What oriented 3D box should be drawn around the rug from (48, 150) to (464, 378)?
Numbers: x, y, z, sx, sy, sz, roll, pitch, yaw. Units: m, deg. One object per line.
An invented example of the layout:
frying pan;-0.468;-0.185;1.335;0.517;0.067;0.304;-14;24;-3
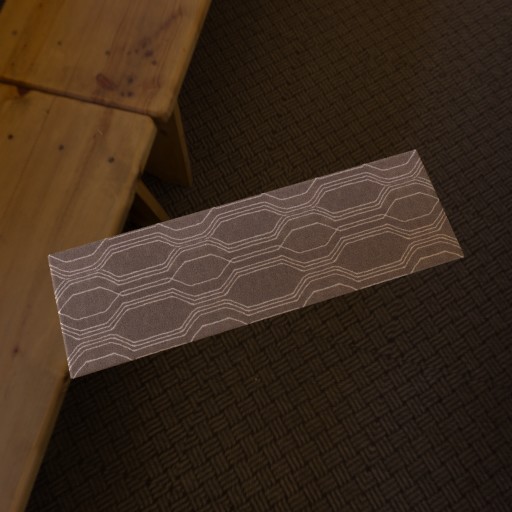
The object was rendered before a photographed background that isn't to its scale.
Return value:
rug;0.000;0.000;2.743;2.464;0.012;0.773;-17;75;-5
